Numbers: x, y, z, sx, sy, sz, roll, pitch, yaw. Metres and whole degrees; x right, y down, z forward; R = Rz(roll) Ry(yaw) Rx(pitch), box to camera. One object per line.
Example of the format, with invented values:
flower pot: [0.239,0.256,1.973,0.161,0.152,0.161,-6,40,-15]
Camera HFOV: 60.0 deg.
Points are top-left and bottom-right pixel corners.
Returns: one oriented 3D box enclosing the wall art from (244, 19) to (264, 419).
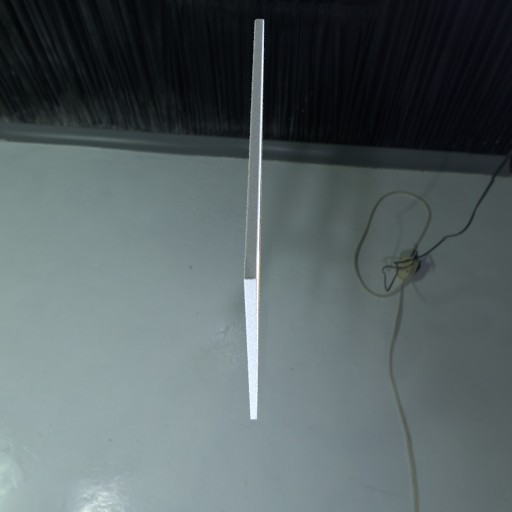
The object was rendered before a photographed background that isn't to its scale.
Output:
wall art: [0.000,0.000,0.684,0.012,0.529,0.374,1,58,1]
